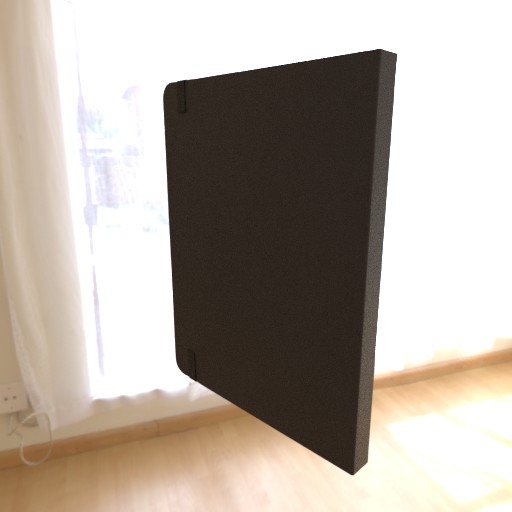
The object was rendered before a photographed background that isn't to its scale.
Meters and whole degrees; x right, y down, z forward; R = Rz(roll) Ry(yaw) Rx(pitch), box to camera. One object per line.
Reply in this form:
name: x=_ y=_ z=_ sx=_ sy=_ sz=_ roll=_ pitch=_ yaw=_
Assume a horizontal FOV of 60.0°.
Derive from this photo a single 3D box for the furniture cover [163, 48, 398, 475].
furniture cover: x=0.000 y=0.000 z=0.361 sx=0.023 sy=0.281 sz=0.216 roll=-14 pitch=20 yaw=-43
